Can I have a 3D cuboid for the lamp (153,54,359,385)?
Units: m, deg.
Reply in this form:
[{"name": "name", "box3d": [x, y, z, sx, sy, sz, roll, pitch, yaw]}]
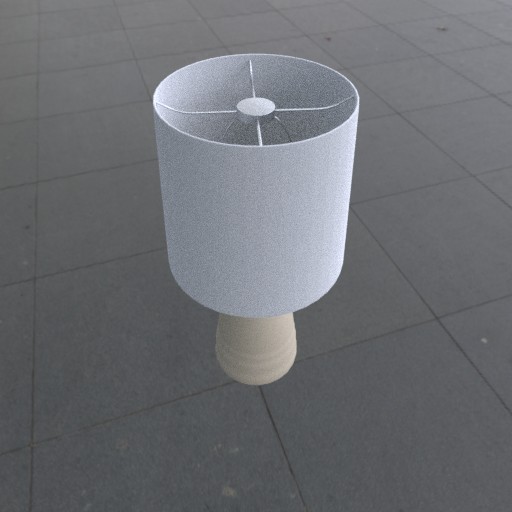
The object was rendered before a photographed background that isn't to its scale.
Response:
[{"name": "lamp", "box3d": [0.000, 0.000, 0.485, 0.186, 0.369, 0.186, 0, 45, 0]}]
